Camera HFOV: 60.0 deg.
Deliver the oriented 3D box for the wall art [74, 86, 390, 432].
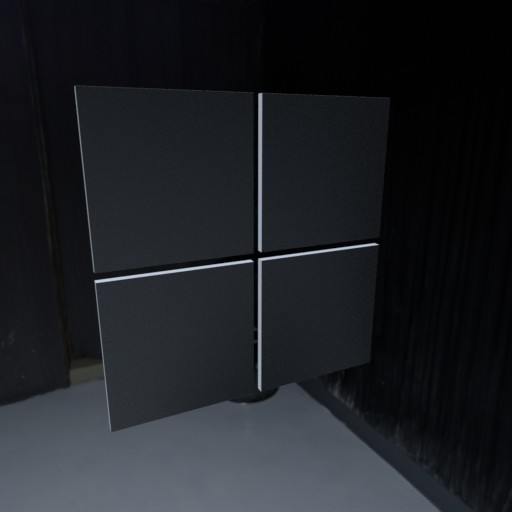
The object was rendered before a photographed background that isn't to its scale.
[{"bbox_3d":[0.000,0.000,1.618,1.118,1.118,0.029,-7,17,-25],"label":"wall art"}]
